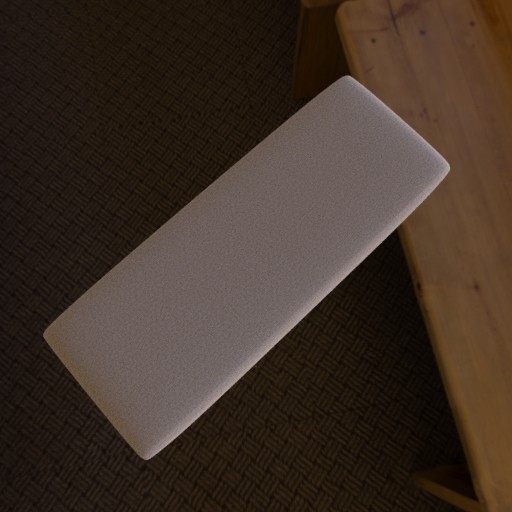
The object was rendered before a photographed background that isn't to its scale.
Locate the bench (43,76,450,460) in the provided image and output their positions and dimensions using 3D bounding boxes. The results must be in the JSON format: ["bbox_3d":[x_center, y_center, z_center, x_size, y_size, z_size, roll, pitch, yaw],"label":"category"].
[{"bbox_3d":[0.000,0.000,1.835,1.598,0.383,0.631,-42,80,-10],"label":"bench"}]
